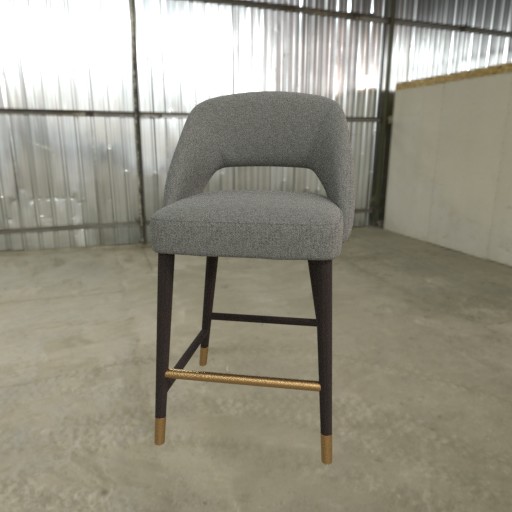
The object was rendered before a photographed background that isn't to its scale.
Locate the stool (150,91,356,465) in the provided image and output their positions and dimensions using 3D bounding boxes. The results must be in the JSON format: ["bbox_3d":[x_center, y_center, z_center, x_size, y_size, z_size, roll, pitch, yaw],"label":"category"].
[{"bbox_3d":[0.000,0.000,1.263,0.536,0.925,0.524,2,16,9],"label":"stool"}]
